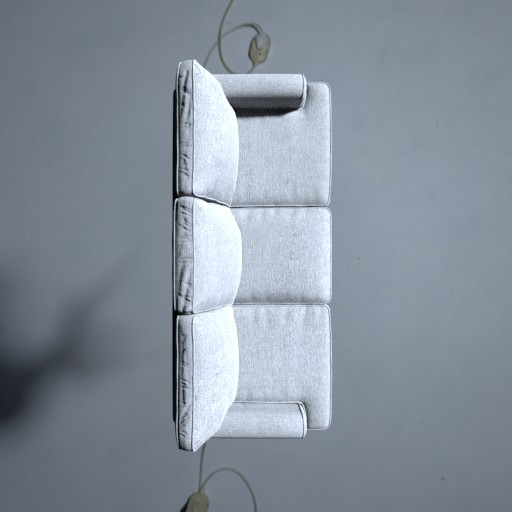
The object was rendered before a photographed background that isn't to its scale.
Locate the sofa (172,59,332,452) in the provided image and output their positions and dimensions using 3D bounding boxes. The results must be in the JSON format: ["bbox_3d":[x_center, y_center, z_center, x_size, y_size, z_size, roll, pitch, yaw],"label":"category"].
[{"bbox_3d":[0.000,0.000,2.711,0.951,0.965,2.158,0,90,1],"label":"sofa"}]
